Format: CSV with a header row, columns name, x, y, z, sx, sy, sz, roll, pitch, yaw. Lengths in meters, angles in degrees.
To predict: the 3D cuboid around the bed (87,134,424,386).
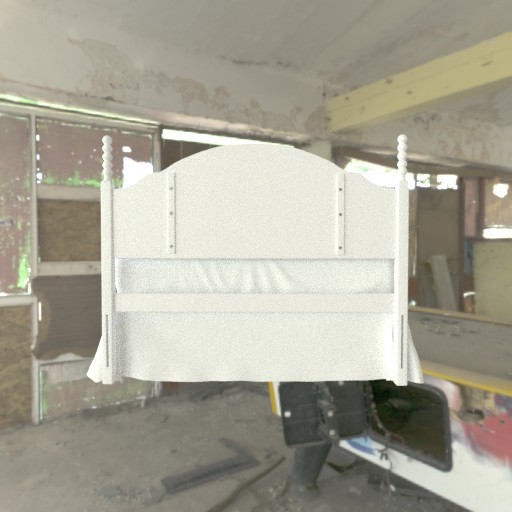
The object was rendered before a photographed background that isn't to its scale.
name,x,y,z,sx,sy,sz,roll,pitch,yaw
bed,0.000,0.000,3.397,1.873,1.356,2.040,0,1,1
